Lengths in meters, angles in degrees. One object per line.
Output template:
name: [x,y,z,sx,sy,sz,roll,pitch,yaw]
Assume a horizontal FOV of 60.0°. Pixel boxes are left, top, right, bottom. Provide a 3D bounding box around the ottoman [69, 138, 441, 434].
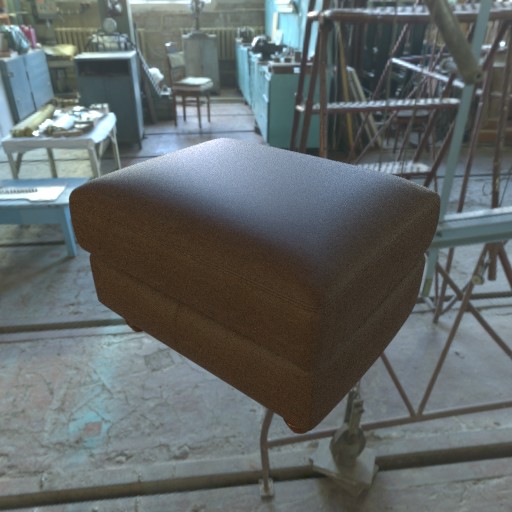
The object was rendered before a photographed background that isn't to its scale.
ottoman: [0.000,0.000,1.211,0.787,0.508,0.635,22,37,32]
